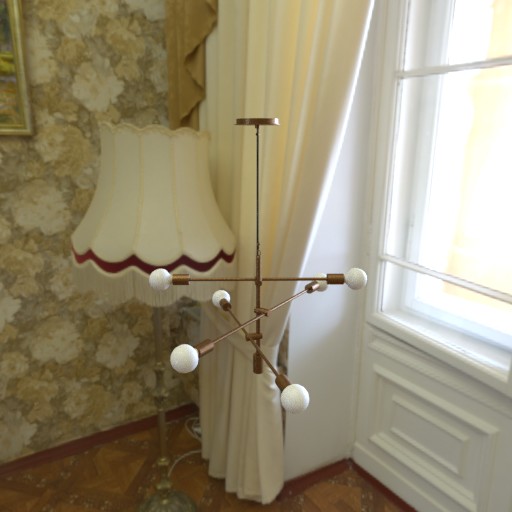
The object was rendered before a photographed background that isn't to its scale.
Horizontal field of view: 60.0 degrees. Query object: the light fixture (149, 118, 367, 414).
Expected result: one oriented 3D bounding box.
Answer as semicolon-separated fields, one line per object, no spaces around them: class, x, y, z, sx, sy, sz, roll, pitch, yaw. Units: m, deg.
light fixture;0.000;0.000;1.260;0.637;0.744;0.682;3;15;10
